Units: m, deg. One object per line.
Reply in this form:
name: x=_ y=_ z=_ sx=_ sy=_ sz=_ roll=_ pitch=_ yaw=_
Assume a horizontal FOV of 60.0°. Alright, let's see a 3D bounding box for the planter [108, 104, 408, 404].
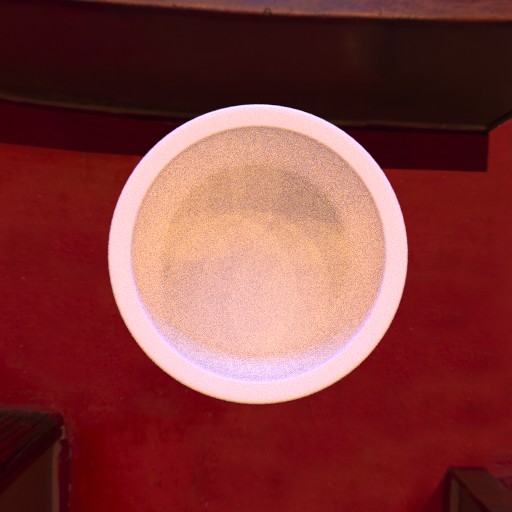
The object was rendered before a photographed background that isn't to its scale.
planter: x=0.000 y=0.000 z=0.905 sx=0.421 sy=0.581 sz=0.420 roll=0 pitch=90 yaw=-1
